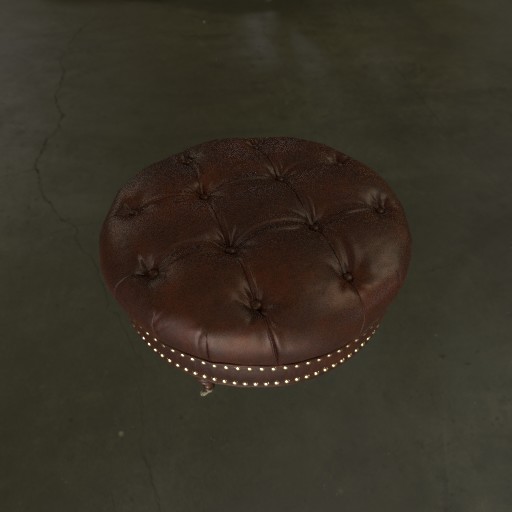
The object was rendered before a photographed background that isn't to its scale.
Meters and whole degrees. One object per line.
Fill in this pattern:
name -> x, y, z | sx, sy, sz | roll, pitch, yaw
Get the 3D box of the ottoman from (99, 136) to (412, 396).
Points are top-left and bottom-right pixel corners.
ottoman -> 0.000, 0.000, 1.402 | 0.901, 0.455, 0.901 | 0, 46, 0
